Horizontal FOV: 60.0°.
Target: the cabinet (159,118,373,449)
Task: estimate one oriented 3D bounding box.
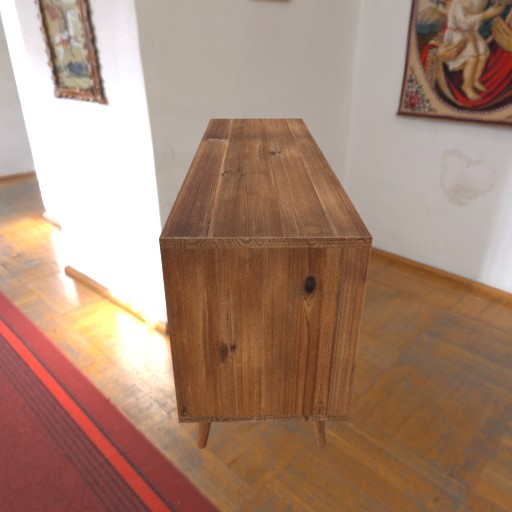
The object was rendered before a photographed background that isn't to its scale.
[{"bbox_3d":[0.000,0.000,1.733,0.472,0.800,1.400,0,27,-1],"label":"cabinet"}]
